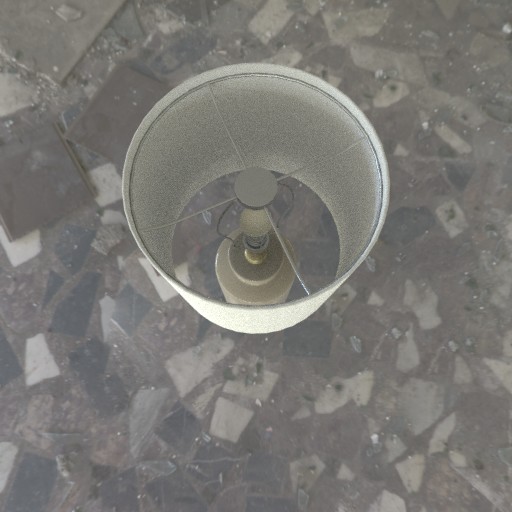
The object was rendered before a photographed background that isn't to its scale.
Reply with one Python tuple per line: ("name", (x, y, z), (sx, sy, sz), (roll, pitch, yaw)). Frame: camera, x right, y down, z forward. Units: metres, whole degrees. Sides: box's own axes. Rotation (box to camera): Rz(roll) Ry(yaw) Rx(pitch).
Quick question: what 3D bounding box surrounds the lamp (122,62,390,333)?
("lamp", (0.000, 0.000, 0.588), (0.212, 0.493, 0.212), (-23, 76, -6))
